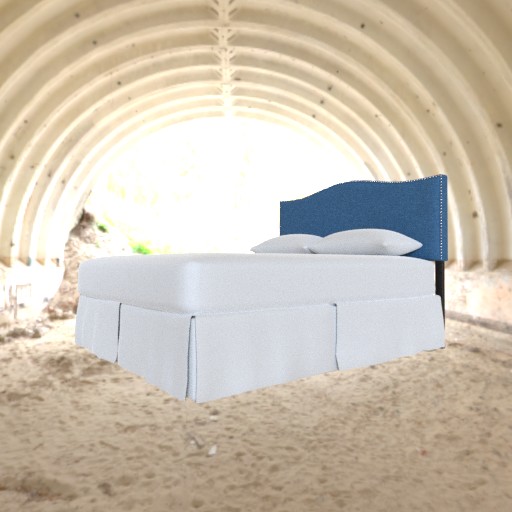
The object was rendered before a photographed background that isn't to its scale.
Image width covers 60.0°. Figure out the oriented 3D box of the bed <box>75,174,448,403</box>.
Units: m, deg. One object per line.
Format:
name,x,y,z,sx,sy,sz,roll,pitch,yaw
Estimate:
bed,0.000,0.000,2.864,1.872,1.169,1.610,1,-1,-38
